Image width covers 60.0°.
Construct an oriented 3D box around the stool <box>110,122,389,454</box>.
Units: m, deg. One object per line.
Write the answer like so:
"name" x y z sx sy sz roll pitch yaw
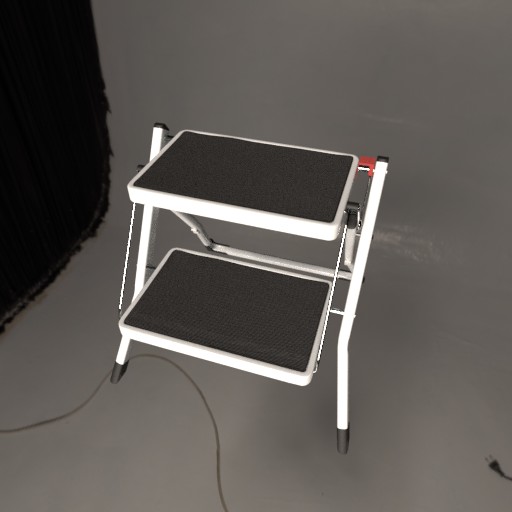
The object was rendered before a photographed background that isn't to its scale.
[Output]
"stool" 0.000 0.000 0.858 0.485 0.445 0.490 12 43 13
